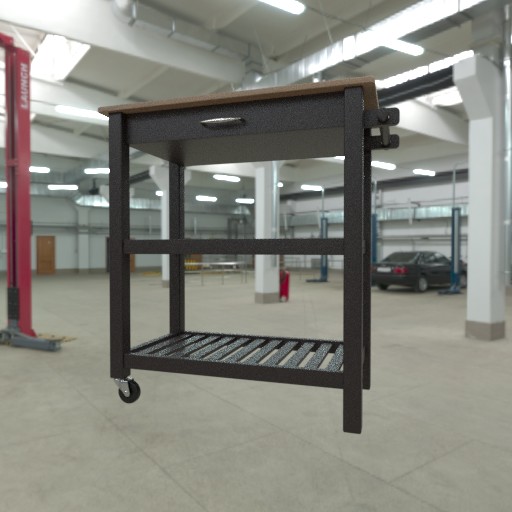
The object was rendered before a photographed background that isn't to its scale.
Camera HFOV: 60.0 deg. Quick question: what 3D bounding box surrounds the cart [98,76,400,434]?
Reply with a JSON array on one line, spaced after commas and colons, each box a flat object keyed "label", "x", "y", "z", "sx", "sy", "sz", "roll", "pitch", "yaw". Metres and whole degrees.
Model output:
[{"label": "cart", "x": 0.000, "y": 0.000, "z": 1.466, "sx": 0.899, "sy": 0.927, "sz": 0.457, "roll": 0, "pitch": 1, "yaw": 18}]
